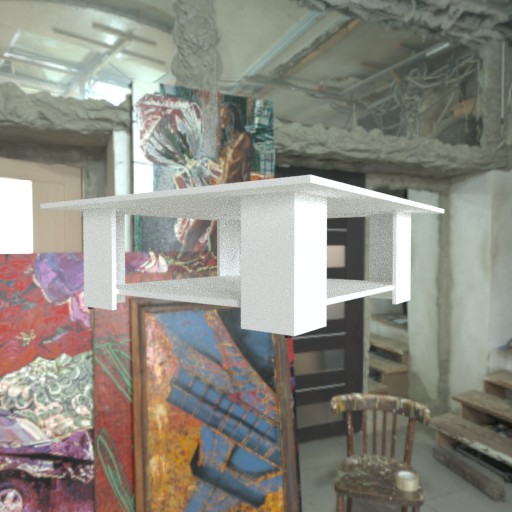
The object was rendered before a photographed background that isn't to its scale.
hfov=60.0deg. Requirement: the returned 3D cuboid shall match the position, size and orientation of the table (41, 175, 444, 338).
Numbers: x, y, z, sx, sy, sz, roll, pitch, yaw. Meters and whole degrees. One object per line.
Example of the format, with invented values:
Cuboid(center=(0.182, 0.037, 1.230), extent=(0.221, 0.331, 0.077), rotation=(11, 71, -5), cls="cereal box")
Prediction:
Cuboid(center=(0.000, 0.000, 1.376), extent=(0.890, 0.305, 0.890), rotation=(1, 2, 37), cls="table")
